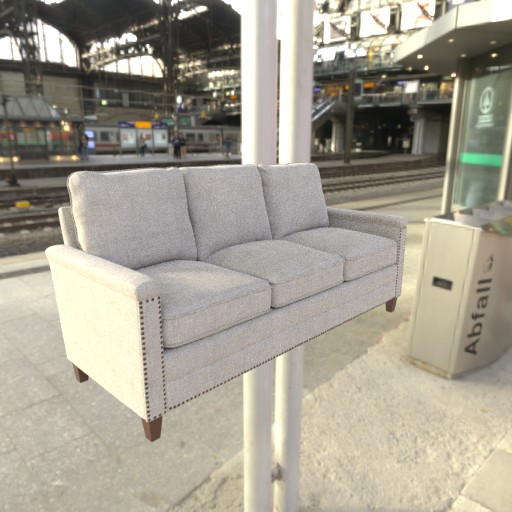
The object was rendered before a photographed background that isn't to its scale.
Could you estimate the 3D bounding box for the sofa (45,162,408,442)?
[{"bbox_3d":[0.000,0.000,2.413,0.828,0.959,1.925,14,20,43],"label":"sofa"}]
